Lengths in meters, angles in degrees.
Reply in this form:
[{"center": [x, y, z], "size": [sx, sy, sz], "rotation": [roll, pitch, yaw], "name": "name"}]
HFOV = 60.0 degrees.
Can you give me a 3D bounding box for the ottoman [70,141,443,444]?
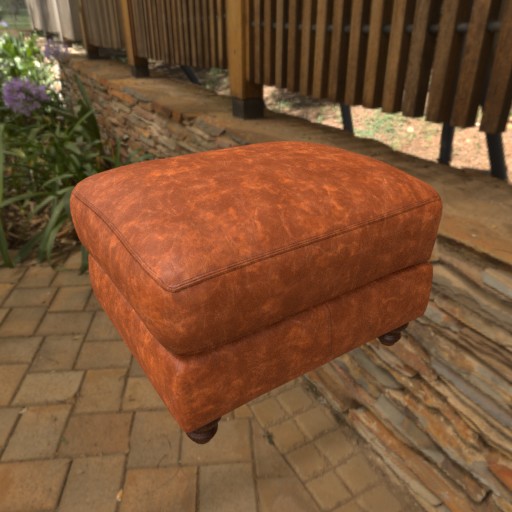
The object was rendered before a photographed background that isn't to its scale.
[{"center": [0.000, 0.000, 1.244], "size": [0.832, 0.562, 0.657], "rotation": [-17, 32, -30], "name": "ottoman"}]
